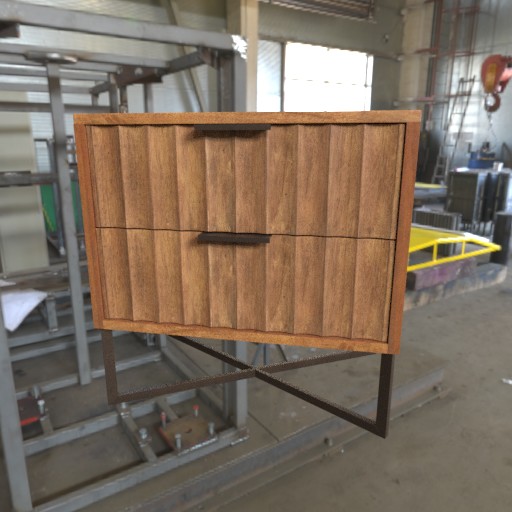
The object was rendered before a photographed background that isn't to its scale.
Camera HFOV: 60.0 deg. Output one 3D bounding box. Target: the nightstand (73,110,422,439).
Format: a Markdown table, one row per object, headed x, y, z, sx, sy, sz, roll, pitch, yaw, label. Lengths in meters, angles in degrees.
| x | y | z | sx | sy | sz | roll | pitch | yaw | label |
| --- | --- | --- | --- | --- | --- | --- | --- | --- | --- |
| 0.000 | 0.000 | 1.027 | 0.613 | 0.615 | 0.427 | 3 | 15 | 11 | nightstand |
